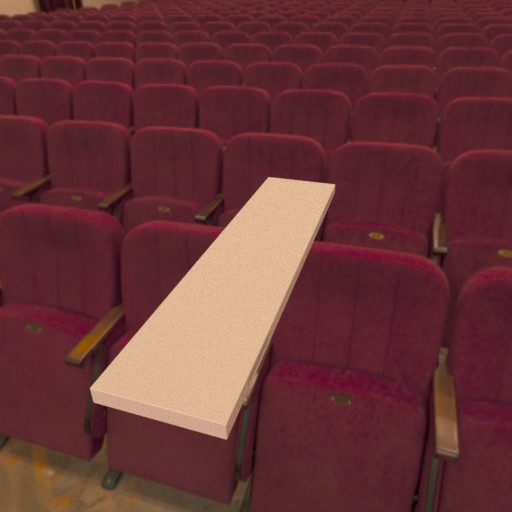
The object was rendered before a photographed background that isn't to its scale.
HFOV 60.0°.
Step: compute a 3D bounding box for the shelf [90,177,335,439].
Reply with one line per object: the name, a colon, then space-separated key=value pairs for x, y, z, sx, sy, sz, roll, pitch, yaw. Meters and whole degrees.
shelf: x=0.000 y=0.000 z=0.662 sx=0.140 sy=0.020 sz=0.610 roll=9 pitch=31 yaw=15
